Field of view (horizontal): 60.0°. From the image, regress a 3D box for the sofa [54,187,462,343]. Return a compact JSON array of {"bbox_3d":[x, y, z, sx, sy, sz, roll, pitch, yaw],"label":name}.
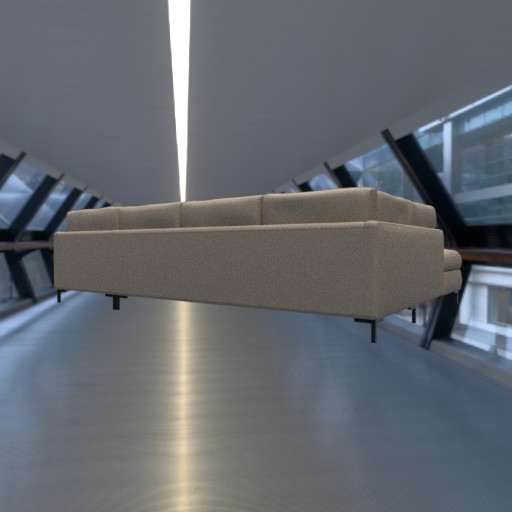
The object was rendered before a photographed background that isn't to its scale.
[{"bbox_3d":[0.000,0.000,3.567,2.737,0.756,1.879,1,1,35],"label":"sofa"}]
